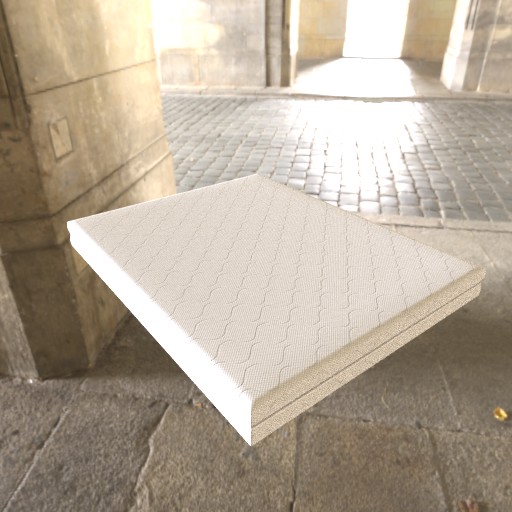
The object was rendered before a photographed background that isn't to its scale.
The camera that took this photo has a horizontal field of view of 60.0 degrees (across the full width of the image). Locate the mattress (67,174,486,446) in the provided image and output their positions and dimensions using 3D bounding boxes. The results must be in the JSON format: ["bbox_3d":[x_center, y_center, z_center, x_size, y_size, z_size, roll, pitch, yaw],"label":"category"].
[{"bbox_3d":[0.000,0.000,2.687,1.600,0.200,2.000,-21,35,-32],"label":"mattress"}]
